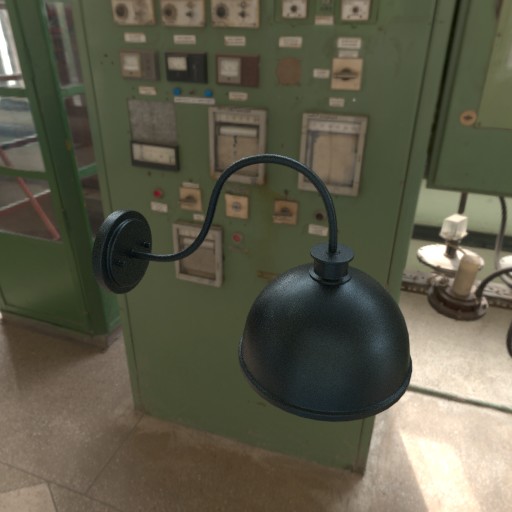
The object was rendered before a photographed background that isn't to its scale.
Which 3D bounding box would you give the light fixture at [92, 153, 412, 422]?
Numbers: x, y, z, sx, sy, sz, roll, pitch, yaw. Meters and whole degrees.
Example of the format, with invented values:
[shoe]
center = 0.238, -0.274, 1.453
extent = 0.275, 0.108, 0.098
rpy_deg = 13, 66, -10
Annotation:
[light fixture]
center = 0.000, 0.000, 0.627
extent = 0.467, 0.295, 0.253
rpy_deg = 10, 29, 18
